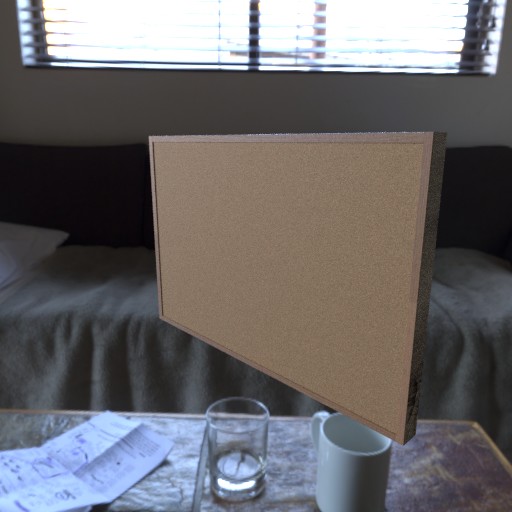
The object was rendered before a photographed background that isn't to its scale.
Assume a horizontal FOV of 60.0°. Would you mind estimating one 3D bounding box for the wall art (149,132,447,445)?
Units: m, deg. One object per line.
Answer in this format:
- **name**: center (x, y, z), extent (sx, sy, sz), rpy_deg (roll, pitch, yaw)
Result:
- **wall art**: center (0.000, 0.000, 0.772), extent (0.035, 0.407, 0.613), rpy_deg (-13, 20, -42)
